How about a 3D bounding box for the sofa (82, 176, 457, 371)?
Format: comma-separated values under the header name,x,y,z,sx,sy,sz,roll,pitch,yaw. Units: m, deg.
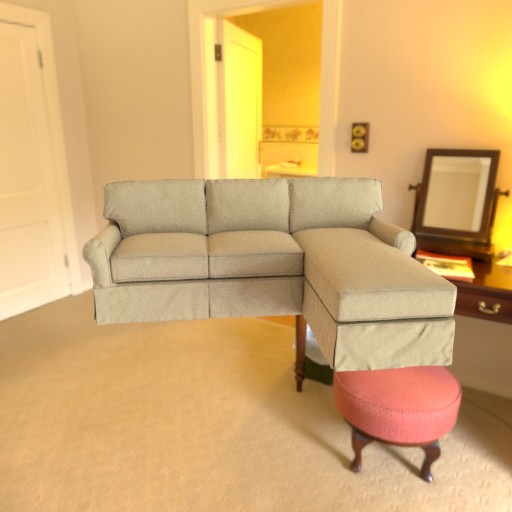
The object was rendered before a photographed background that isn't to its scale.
name,x,y,z,sx,sy,sz,roll,pitch,yaw
sofa,0.000,0.000,3.268,2.475,0.978,1.733,-2,17,-6
